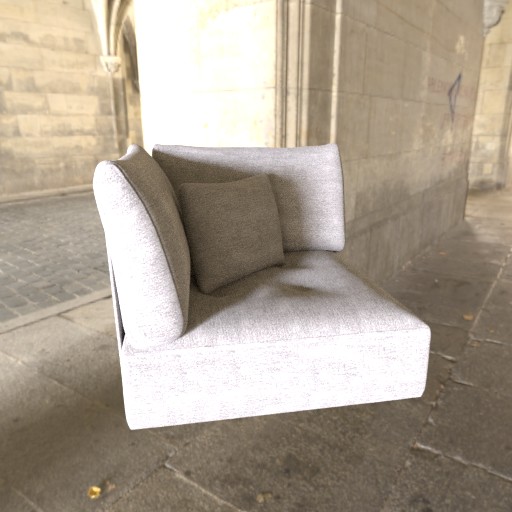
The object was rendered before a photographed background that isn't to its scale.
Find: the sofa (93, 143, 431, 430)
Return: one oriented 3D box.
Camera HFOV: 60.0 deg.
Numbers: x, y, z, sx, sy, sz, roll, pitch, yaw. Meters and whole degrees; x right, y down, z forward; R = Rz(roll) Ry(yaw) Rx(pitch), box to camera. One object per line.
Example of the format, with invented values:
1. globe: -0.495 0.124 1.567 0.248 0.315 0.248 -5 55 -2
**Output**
1. sofa: 0.000 0.000 1.728 1.000 0.820 1.000 -3 17 -10
